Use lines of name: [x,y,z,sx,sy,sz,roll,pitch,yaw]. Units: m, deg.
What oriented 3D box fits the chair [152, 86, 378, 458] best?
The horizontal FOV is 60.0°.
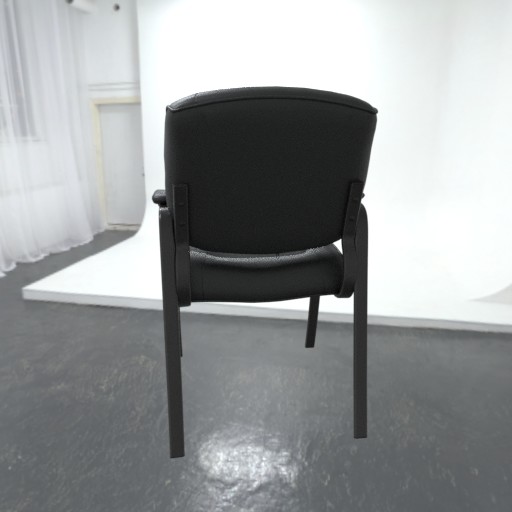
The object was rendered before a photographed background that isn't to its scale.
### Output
chair: [0.000,0.000,1.346,0.591,0.910,0.668,-2,15,-9]
